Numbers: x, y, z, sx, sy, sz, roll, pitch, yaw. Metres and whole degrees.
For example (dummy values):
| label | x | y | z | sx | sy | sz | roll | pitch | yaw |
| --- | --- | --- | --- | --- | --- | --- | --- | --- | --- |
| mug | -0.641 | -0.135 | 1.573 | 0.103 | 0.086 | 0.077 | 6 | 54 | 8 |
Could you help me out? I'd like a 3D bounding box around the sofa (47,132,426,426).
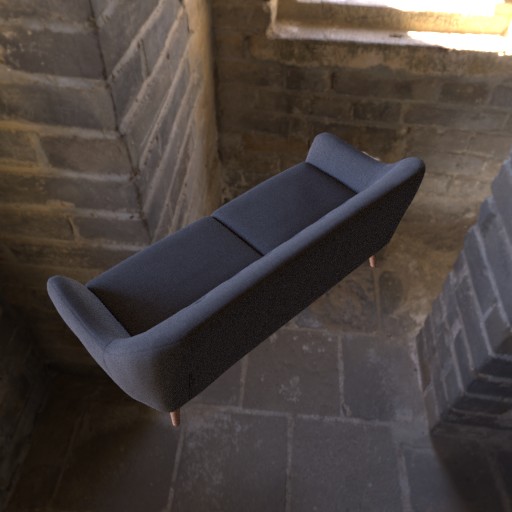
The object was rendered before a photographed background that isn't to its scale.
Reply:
| label | x | y | z | sx | sy | sz | roll | pitch | yaw |
| --- | --- | --- | --- | --- | --- | --- | --- | --- | --- |
| sofa | 0.000 | 0.000 | 2.274 | 1.840 | 0.820 | 0.820 | -33 | 55 | -27 |
